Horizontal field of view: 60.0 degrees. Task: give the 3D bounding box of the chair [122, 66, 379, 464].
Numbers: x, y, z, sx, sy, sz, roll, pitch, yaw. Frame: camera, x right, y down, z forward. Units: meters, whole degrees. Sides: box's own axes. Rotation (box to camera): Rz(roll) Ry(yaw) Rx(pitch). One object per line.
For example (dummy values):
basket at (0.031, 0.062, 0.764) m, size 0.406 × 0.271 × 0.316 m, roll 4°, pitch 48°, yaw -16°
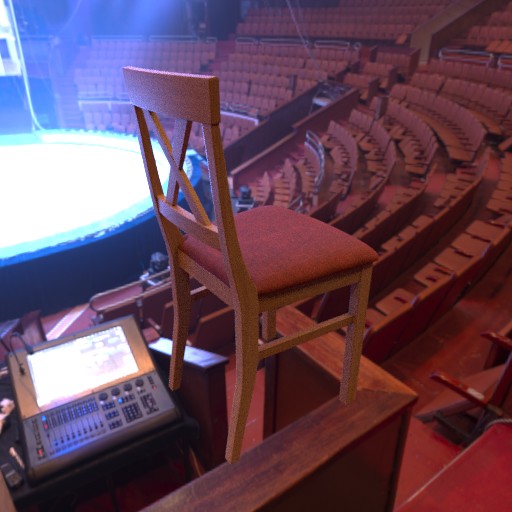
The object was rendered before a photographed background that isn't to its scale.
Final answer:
chair at (0.000, 0.000, 1.158) m, size 0.492 × 0.912 × 0.439 m, roll -18°, pitch 31°, yaw -32°
